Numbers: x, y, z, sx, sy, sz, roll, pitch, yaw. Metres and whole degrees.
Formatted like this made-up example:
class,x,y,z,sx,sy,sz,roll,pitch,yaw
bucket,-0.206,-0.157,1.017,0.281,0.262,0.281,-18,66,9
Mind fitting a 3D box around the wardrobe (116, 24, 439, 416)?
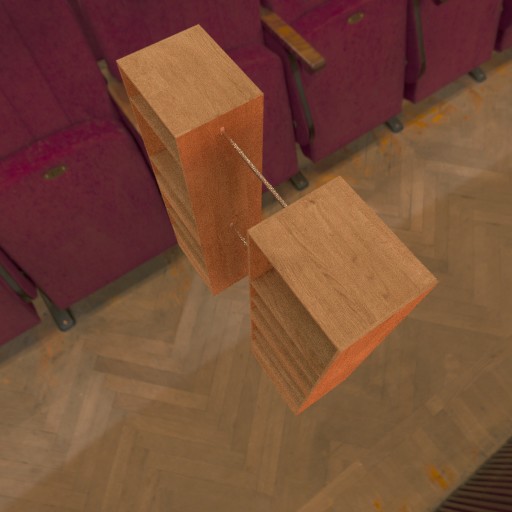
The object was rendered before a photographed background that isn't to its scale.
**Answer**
class,x,y,z,sx,sy,sz,roll,pitch,yaw
wardrobe,0.000,0.000,2.846,0.480,2.000,1.770,-32,68,-14
